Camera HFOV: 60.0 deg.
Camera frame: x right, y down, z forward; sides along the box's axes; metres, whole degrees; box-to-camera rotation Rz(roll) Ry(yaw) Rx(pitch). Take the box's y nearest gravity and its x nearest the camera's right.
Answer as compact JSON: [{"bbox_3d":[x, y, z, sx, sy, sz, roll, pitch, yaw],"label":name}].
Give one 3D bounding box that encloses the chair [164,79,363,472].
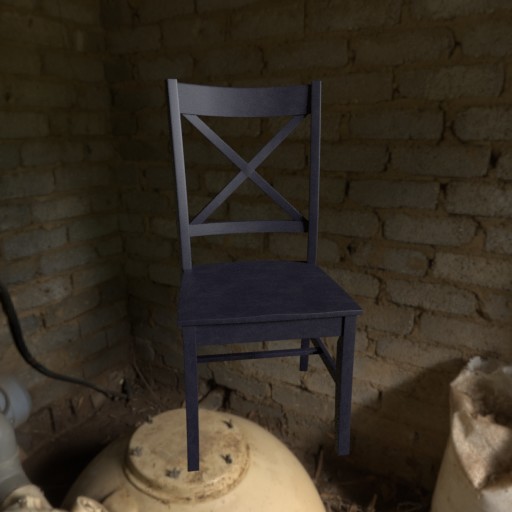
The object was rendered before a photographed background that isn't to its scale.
[{"bbox_3d":[0.000,0.000,1.273,0.485,0.983,0.542,-2,17,-8],"label":"chair"}]
